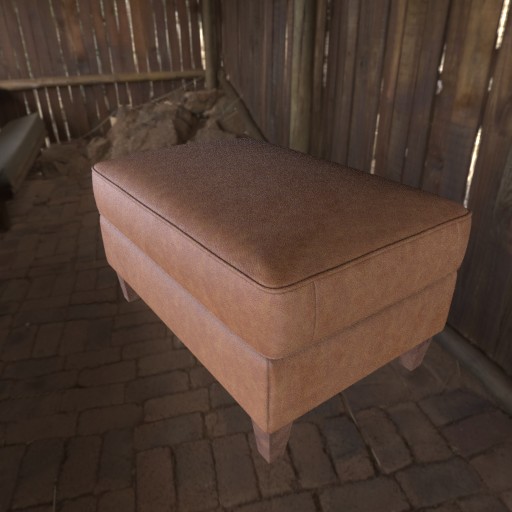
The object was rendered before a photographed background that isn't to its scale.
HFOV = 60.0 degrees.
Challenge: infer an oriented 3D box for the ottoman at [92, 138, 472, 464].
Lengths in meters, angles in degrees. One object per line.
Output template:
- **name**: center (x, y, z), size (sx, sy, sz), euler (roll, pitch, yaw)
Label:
- **ottoman**: center (0.000, 0.000, 1.174), size (0.584, 0.483, 0.864), euler (-19, 33, -32)
